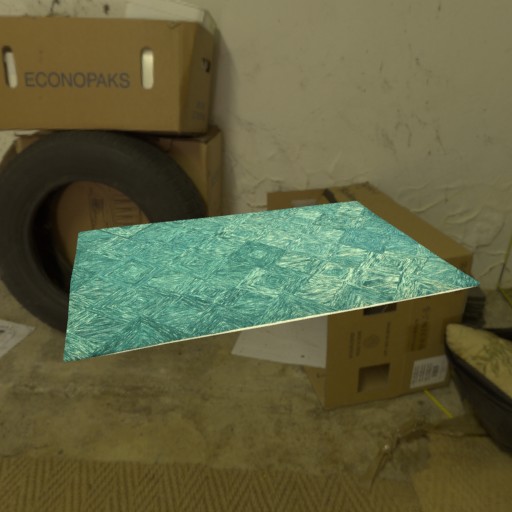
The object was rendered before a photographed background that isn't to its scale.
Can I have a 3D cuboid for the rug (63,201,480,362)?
[{"bbox_3d":[0.000,0.000,2.203,1.728,0.017,1.136,-8,28,-15],"label":"rug"}]
